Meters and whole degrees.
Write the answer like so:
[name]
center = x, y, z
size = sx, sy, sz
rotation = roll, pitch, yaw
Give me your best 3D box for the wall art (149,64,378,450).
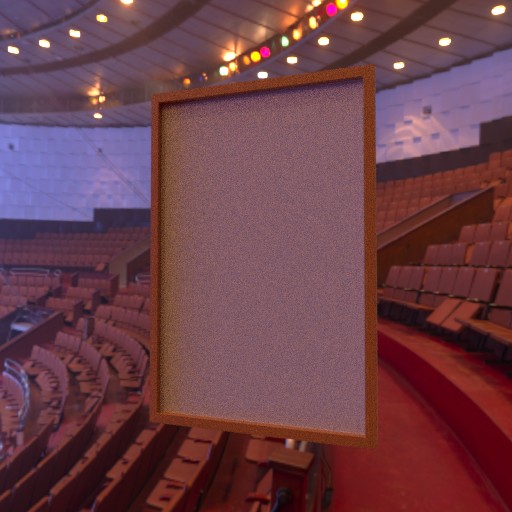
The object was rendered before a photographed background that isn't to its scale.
[wall art]
center = 0.000, 0.000, 1.162
size = 0.610, 0.916, 0.037
rotation = 0, -1, 18
